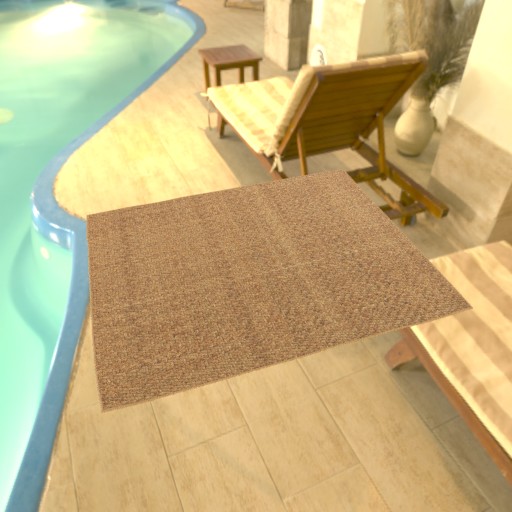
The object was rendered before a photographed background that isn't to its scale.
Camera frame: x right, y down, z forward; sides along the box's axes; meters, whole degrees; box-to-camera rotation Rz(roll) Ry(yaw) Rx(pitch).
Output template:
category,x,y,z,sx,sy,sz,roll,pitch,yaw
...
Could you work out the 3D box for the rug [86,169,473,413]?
category,x,y,z,sx,sy,sz,roll,pitch,yaw
rug,0.000,0.000,4.199,3.048,0.013,2.439,-12,42,-14
